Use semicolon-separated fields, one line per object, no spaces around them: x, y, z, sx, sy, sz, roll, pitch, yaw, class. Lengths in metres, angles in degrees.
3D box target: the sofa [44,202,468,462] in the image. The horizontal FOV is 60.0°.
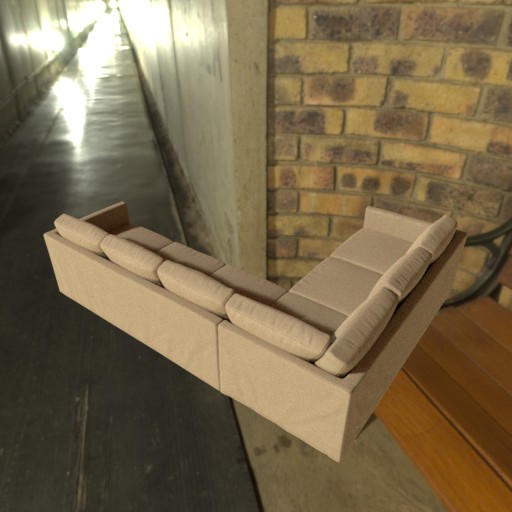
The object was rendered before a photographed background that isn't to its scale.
0.000;0.000;4.285;3.182;0.871;2.432;22;38;31;sofa
